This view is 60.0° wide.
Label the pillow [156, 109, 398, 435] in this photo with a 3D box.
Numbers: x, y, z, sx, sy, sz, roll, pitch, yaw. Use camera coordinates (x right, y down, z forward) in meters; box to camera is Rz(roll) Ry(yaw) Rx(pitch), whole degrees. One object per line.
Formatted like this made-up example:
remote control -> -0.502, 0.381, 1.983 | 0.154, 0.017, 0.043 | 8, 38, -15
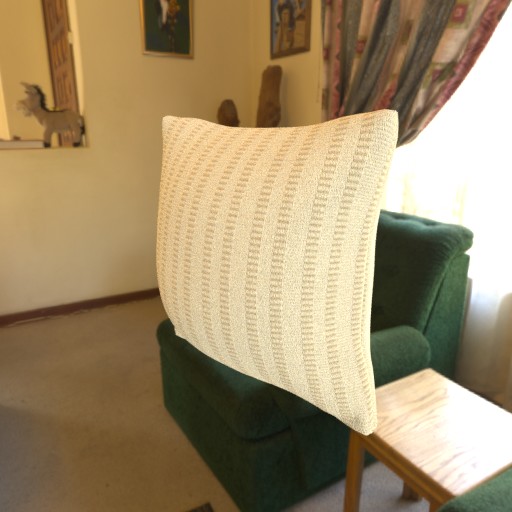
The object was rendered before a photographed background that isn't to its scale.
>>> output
pillow -> 0.000, 0.000, 0.681 | 0.438, 0.419, 0.247 | 15, 22, 42
